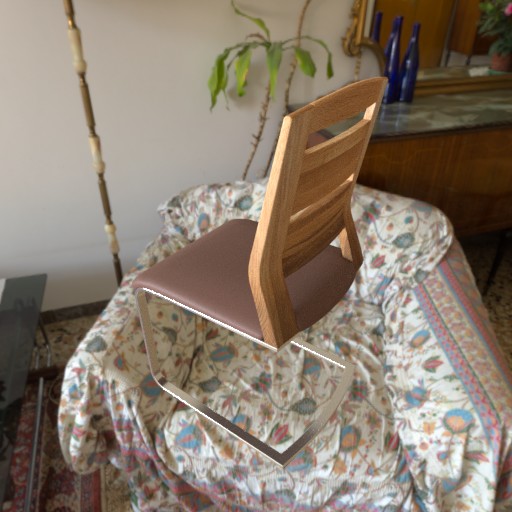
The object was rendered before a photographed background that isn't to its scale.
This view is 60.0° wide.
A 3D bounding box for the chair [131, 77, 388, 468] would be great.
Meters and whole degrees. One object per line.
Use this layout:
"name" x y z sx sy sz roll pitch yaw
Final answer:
"chair" 0.000 0.000 1.237 0.570 0.970 0.460 21 38 30
